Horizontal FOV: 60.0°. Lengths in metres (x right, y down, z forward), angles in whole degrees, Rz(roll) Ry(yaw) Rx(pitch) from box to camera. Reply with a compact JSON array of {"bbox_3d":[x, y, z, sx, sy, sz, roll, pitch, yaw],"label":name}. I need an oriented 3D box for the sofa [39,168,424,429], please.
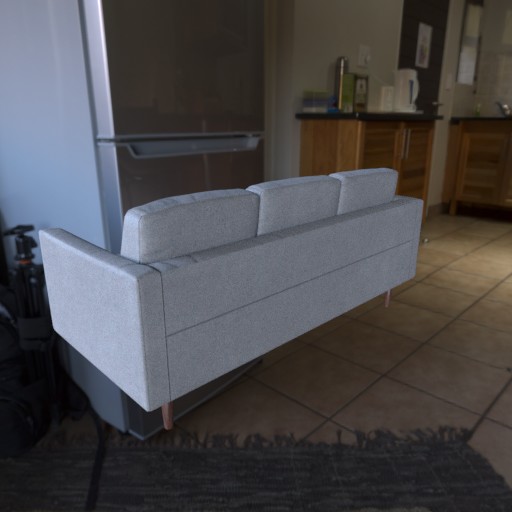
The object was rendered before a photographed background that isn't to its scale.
[{"bbox_3d":[0.000,0.000,2.479,1.983,0.918,0.944,-17,24,-41],"label":"sofa"}]
